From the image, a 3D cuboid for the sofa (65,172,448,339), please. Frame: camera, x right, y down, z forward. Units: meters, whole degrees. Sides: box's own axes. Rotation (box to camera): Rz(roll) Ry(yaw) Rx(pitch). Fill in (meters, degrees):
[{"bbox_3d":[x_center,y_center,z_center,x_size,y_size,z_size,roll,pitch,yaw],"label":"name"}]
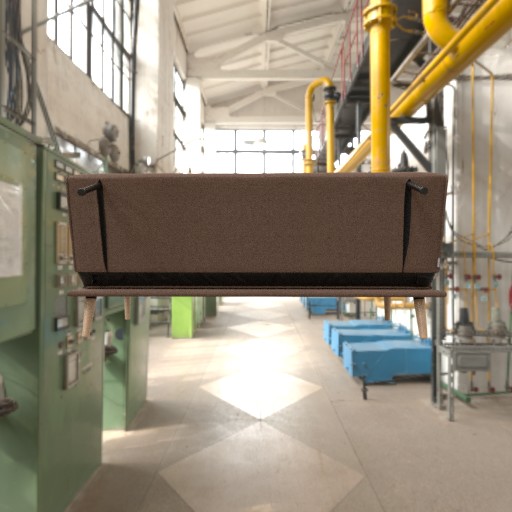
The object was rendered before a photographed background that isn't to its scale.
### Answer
[{"bbox_3d":[0.000,0.000,2.384,1.820,0.810,1.038,0,0,2],"label":"sofa"}]
